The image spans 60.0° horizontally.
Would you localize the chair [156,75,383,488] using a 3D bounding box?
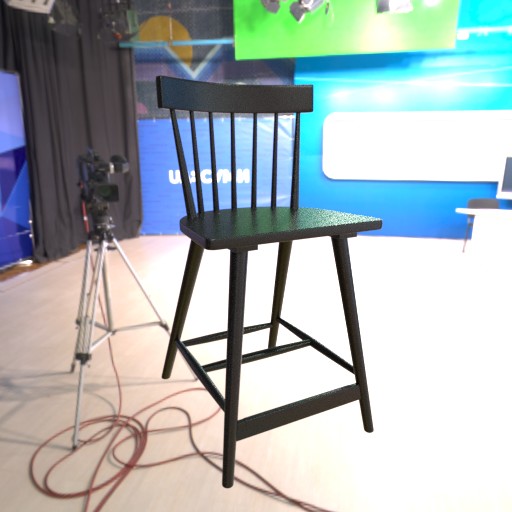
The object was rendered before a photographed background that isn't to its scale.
[{"bbox_3d":[0.000,0.000,1.264,0.483,0.952,0.572,-8,17,-27],"label":"chair"}]
